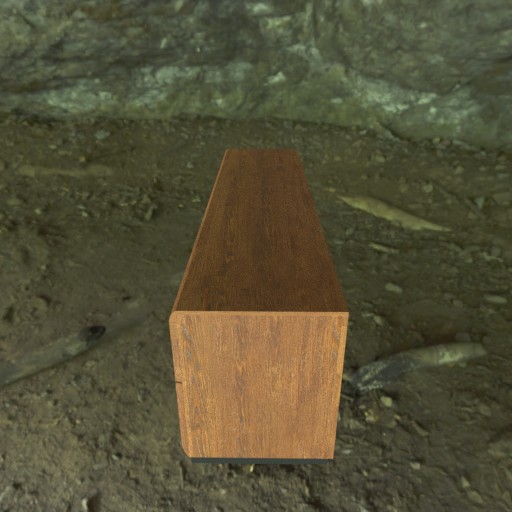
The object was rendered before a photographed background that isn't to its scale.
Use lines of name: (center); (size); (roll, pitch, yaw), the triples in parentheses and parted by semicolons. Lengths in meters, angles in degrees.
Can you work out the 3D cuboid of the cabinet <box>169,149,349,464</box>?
cabinet: (0.000, 0.000, 1.782); (0.419, 0.510, 1.600); (0, 26, 1)
